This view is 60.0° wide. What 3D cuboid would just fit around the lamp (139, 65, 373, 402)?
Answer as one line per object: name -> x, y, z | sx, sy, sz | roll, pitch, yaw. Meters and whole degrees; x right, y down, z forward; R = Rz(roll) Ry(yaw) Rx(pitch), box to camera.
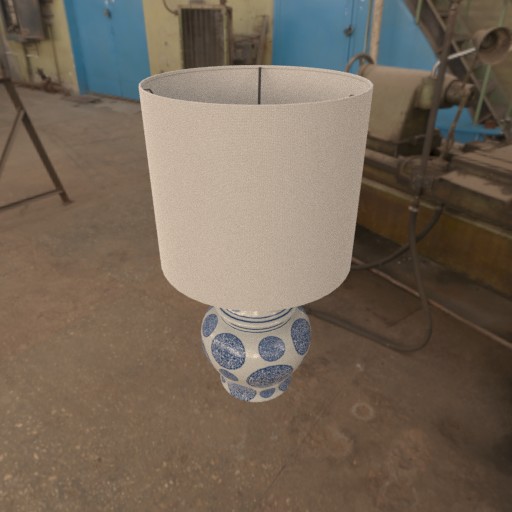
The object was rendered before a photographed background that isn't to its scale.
lamp -> 0.000, 0.000, 0.512 | 0.215, 0.381, 0.215 | 21, 37, 32
